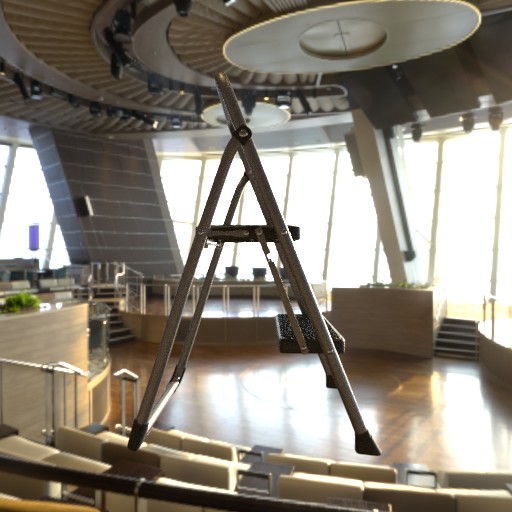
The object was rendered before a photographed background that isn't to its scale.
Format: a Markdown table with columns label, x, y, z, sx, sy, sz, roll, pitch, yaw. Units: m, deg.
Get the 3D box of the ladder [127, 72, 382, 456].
| label | x | y | z | sx | sy | sz | roll | pitch | yaw |
| --- | --- | --- | --- | --- | --- | --- | --- | --- | --- |
| ladder | 0.000 | 0.000 | 1.017 | 0.472 | 0.720 | 0.430 | 0 | 1 | 1 |
